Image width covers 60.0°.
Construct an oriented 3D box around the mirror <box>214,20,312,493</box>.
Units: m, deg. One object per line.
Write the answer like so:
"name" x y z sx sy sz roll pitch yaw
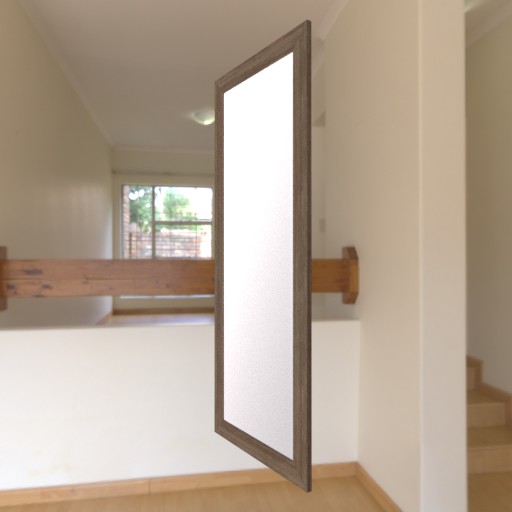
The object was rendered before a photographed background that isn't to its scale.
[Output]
"mirror" 0.000 0.000 2.245 0.025 2.032 0.812 0 0 -34
